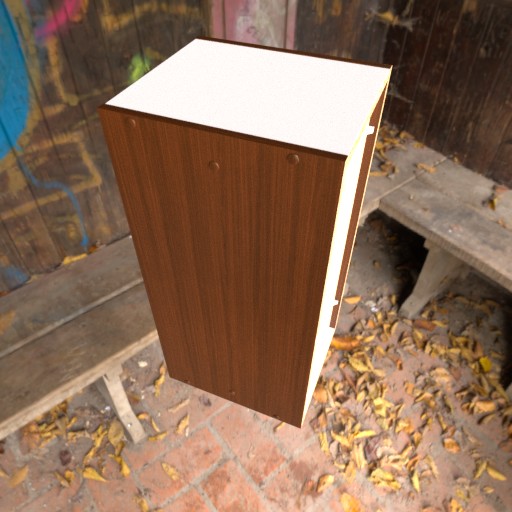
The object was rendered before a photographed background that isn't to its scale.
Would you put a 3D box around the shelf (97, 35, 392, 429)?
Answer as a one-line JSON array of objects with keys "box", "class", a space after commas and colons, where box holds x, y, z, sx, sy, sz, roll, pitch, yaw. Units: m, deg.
[{"box": [0.000, 0.000, 0.761, 0.290, 0.600, 0.253, 16, 47, 16], "class": "shelf"}]
